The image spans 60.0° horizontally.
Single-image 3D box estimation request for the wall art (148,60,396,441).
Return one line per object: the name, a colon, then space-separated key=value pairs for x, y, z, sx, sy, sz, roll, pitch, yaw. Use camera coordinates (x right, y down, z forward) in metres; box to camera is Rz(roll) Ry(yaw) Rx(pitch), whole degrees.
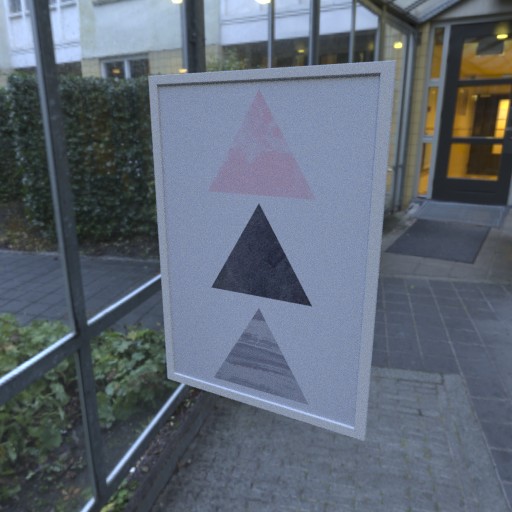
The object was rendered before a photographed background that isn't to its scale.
wall art: x=0.000 y=0.000 z=1.205 sx=0.659 sy=0.940 sz=0.013 roll=8 pitch=18 yaw=26
